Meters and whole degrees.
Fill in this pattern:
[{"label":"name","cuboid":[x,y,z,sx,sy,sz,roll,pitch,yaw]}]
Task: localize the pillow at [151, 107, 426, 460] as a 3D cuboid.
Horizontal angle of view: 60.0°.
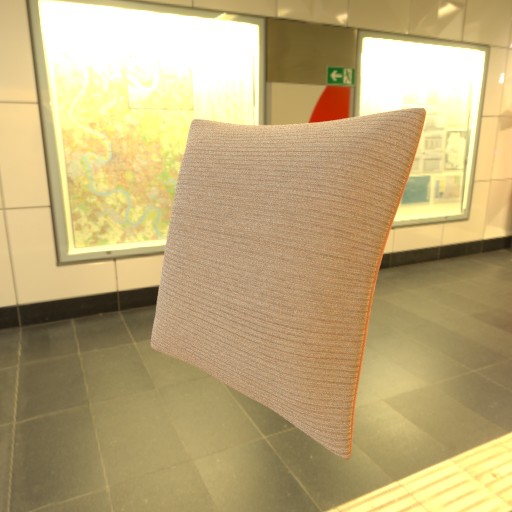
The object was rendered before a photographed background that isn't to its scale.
[{"label":"pillow","cuboid":[0.000,0.000,0.651,0.424,0.401,0.177,14,20,43]}]
